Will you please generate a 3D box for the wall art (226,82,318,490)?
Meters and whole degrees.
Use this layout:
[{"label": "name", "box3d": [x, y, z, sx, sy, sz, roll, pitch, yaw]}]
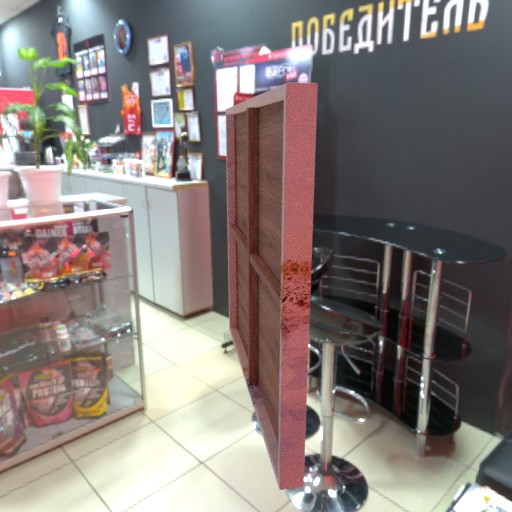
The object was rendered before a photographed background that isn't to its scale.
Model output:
[{"label": "wall art", "box3d": [0.000, 0.000, 1.597, 0.071, 1.061, 1.061, -3, 16, -10]}]
